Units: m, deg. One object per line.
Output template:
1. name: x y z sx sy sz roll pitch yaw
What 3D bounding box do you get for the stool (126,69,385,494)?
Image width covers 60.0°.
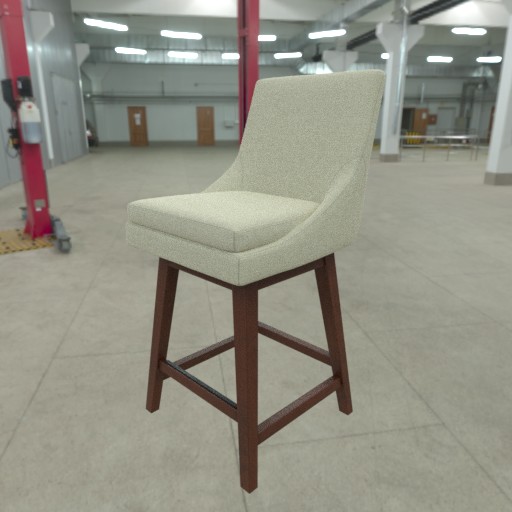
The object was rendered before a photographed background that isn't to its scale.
1. stool: 0.000 0.000 1.257 0.559 0.991 0.469 -16 24 -42
